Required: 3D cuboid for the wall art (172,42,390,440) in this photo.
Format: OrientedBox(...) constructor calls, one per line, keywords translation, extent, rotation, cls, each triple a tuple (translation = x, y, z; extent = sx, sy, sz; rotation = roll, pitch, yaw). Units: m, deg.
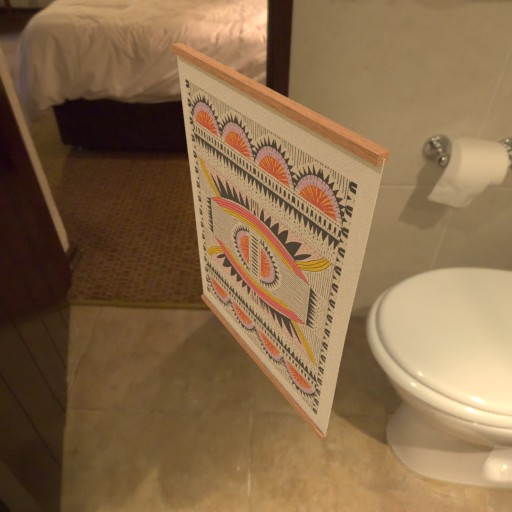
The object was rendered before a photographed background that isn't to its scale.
OrientedBox(translation=(0.000, 0.000, 1.325), extent=(0.028, 1.016, 0.765), rotation=(-25, 47, -26), cls="wall art")
